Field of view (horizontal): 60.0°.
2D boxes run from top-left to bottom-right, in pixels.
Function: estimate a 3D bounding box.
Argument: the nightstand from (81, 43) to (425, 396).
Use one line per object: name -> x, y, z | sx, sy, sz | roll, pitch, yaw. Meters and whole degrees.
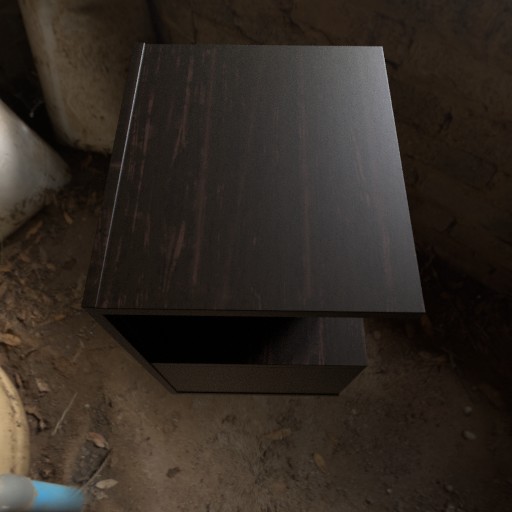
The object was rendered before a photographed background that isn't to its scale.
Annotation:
nightstand -> 0.000, 0.000, 0.795 | 0.356, 0.559, 0.400 | 1, 64, 0
